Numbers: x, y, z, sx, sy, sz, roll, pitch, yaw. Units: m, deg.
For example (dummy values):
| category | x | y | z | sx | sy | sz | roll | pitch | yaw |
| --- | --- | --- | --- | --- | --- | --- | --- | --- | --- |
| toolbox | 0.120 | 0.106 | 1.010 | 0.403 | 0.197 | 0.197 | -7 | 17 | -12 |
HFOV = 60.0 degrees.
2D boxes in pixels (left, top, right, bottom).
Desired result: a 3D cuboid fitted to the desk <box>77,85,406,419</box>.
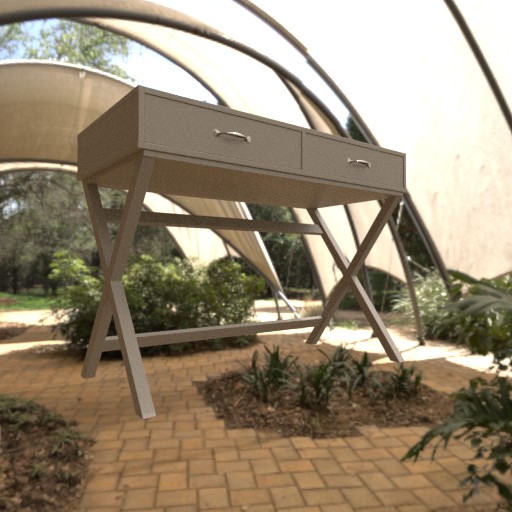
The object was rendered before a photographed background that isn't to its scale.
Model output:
| category | x | y | z | sx | sy | sz | roll | pitch | yaw |
| --- | --- | --- | --- | --- | --- | --- | --- | --- | --- |
| desk | 0.000 | 0.000 | 1.540 | 1.057 | 0.780 | 0.525 | 1 | -1 | -37 |
